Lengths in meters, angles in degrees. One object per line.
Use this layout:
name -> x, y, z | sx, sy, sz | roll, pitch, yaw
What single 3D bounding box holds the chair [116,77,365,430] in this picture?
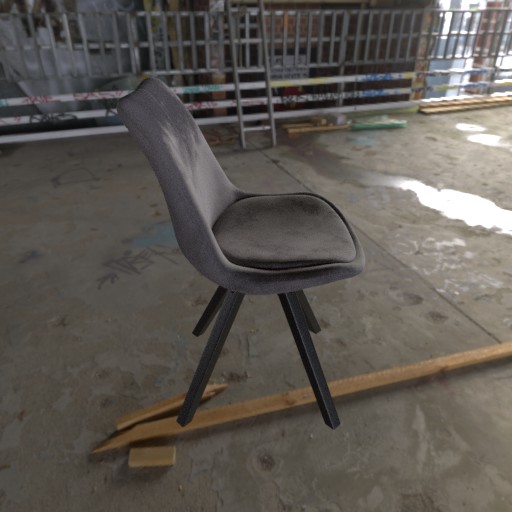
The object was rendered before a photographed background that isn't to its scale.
chair -> 0.000, 0.000, 1.170 | 0.550, 0.850, 0.476 | 0, 31, 0
